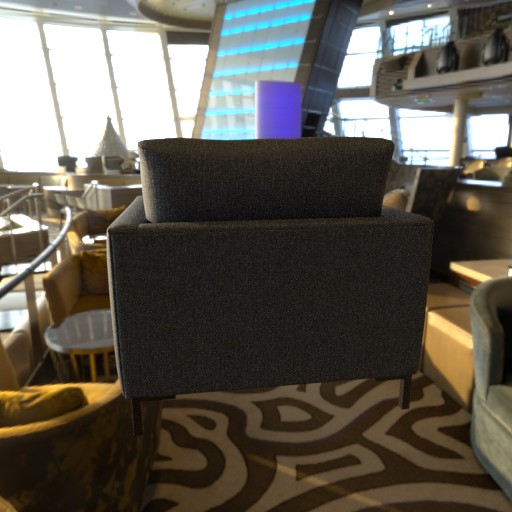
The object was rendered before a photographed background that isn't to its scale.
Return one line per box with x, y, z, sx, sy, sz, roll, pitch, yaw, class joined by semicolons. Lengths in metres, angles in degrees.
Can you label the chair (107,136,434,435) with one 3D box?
0.000;0.000;1.680;0.963;0.861;0.866;-2;14;-9;chair
